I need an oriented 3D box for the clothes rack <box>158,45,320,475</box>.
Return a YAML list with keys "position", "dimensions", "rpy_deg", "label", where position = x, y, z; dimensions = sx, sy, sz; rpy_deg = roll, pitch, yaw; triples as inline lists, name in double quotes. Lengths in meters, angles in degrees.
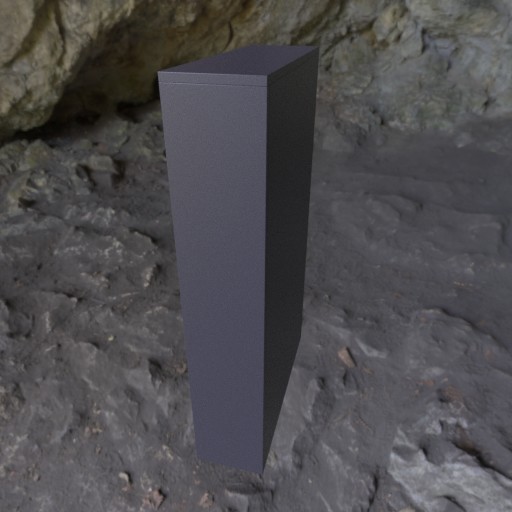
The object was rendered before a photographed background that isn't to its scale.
- position: [0.000, 0.000, 1.549]
  dimensions: [0.250, 1.280, 0.750]
  rpy_deg: [8, 30, 13]
  label: "clothes rack"
